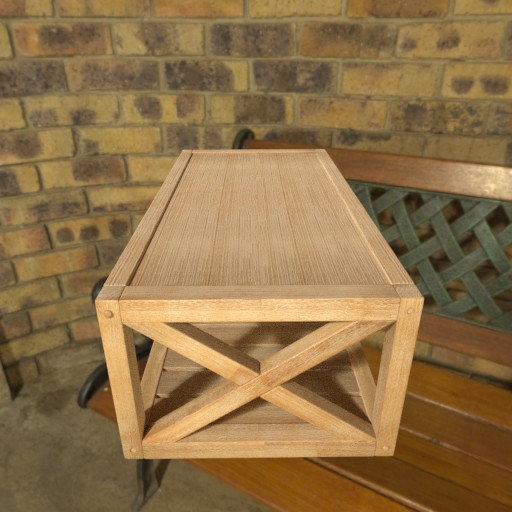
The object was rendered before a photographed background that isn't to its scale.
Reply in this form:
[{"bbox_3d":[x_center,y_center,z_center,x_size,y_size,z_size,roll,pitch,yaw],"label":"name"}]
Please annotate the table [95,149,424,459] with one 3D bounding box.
[{"bbox_3d":[0.000,0.000,1.570,0.660,0.457,1.321,0,26,-1],"label":"table"}]
